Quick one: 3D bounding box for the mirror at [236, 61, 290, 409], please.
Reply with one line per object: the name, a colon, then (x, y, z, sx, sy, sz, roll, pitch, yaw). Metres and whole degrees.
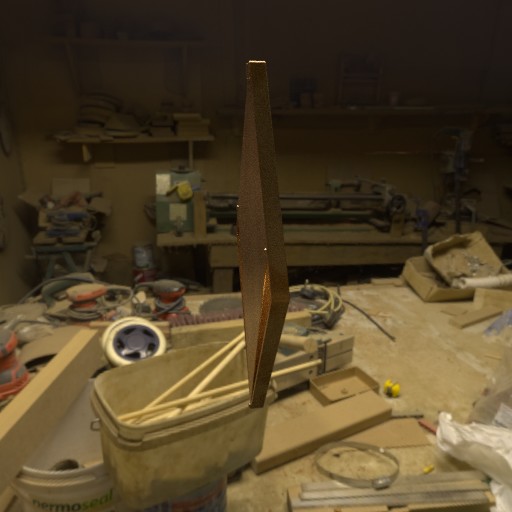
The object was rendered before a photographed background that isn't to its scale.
mirror: (0.000, 0.000, 0.840, 0.032, 0.679, 0.419, -3, 18, -9)
